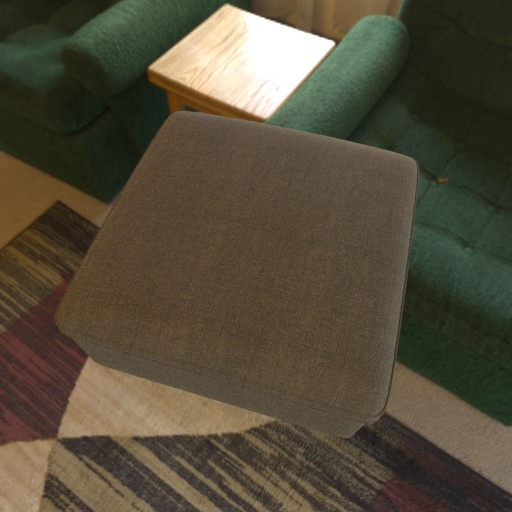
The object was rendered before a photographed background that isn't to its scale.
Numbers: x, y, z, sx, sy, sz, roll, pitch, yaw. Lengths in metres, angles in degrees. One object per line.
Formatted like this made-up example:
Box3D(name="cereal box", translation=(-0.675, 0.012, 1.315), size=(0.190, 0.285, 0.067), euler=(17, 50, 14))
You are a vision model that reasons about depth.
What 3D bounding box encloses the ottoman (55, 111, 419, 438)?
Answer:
Box3D(name="ottoman", translation=(0.000, 0.000, 1.719), size=(1.067, 0.559, 1.067), euler=(14, 59, 9))
